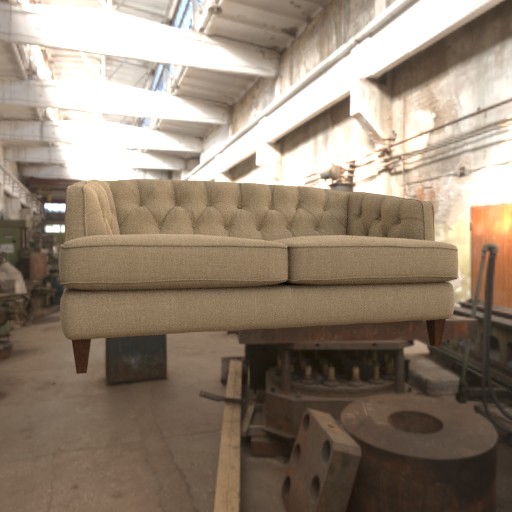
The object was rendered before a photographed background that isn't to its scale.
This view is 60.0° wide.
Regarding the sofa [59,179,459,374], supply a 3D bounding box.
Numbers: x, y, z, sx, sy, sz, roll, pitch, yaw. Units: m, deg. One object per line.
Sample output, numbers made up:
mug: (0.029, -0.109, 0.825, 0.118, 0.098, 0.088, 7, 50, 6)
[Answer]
sofa: (0.000, 0.000, 2.217, 1.733, 0.855, 0.941, 0, 0, -18)
